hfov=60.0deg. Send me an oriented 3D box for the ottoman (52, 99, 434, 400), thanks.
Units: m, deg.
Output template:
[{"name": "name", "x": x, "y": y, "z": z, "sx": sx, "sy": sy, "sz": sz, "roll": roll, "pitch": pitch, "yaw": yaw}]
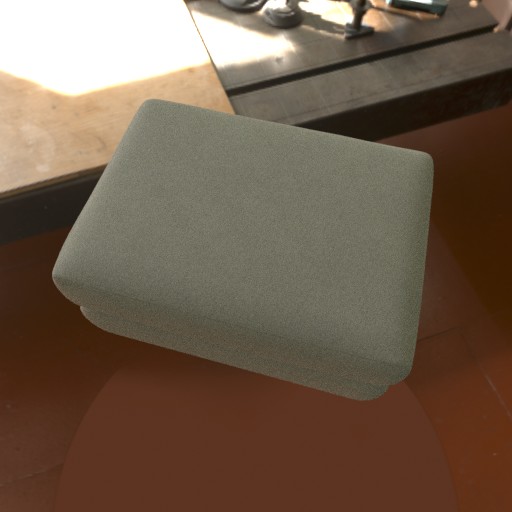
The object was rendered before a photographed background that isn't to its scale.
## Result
[{"name": "ottoman", "x": 0.000, "y": 0.000, "z": 1.169, "sx": 0.773, "sy": 0.504, "sz": 0.569, "roll": 13, "pitch": 63, "yaw": 7}]
